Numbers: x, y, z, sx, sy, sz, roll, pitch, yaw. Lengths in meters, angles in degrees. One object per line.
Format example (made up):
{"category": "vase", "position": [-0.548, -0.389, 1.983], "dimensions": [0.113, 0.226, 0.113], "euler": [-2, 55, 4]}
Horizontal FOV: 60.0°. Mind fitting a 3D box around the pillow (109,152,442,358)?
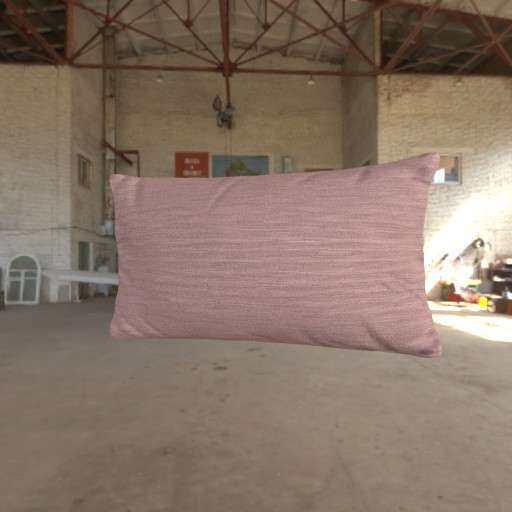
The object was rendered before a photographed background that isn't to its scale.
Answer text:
{"category": "pillow", "position": [0.000, 0.000, 0.812], "dimensions": [0.633, 0.338, 0.210], "euler": [0, -1, 17]}
